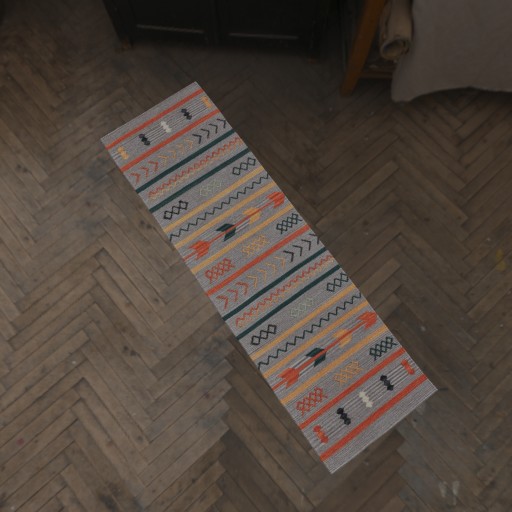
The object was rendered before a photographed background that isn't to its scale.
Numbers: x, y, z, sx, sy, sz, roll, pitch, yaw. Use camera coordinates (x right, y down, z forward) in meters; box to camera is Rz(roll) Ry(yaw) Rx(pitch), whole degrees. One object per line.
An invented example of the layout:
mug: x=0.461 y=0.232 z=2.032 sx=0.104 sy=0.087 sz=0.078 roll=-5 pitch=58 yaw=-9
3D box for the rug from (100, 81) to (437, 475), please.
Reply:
rug: x=0.000 y=0.000 z=2.638 sx=0.744 sy=0.022 sz=2.419 roll=-35 pitch=78 yaw=-8
